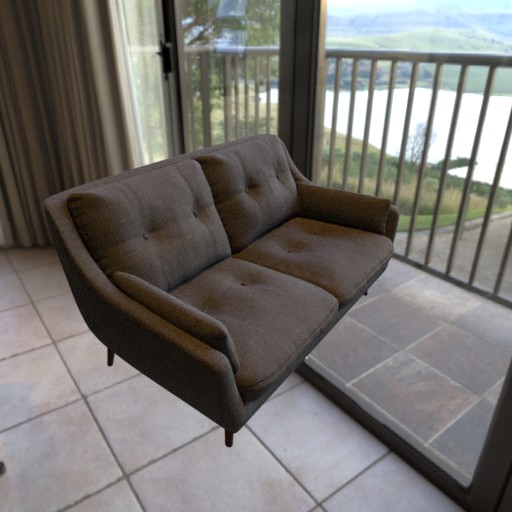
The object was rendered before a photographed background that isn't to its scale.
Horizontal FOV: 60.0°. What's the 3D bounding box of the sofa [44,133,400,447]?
[{"bbox_3d":[0.000,0.000,2.170,0.976,0.887,1.646,17,31,31],"label":"sofa"}]
